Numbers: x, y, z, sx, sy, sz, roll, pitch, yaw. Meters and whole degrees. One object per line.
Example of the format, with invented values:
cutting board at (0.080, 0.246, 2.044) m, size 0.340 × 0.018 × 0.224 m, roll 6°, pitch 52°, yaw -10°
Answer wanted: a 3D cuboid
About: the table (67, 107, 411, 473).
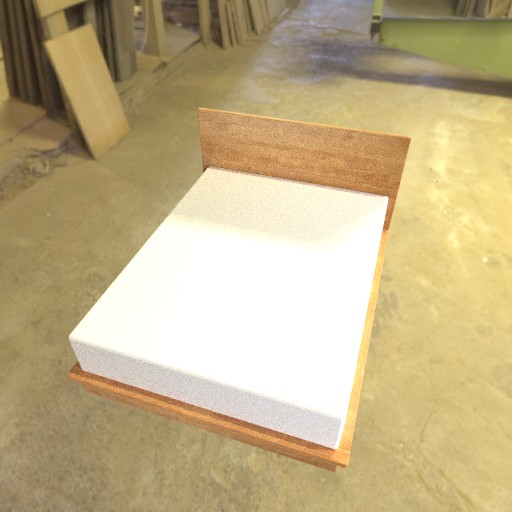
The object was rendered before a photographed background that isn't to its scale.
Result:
table at (0.000, 0.000, 3.047) m, size 1.707 × 1.041 × 2.149 m, roll 12°, pitch 42°, yaw 14°
